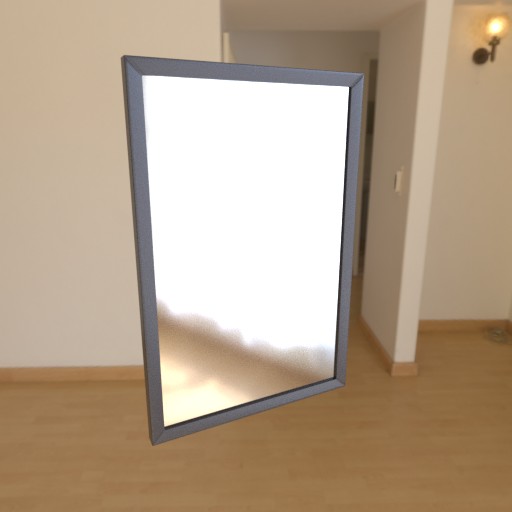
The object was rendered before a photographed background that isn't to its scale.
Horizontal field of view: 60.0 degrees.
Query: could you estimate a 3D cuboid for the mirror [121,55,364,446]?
[{"bbox_3d":[0.000,0.000,1.152,0.609,0.915,0.040,-8,17,-26],"label":"mirror"}]
